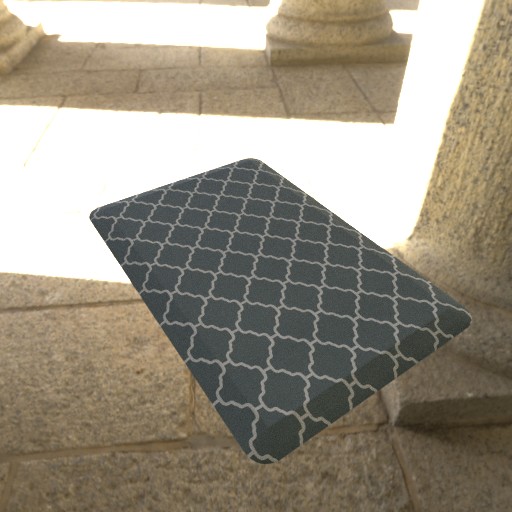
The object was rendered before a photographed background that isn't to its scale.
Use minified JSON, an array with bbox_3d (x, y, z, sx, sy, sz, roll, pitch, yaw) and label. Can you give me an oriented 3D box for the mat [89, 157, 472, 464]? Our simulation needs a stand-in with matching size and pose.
[{"bbox_3d":[0.000,0.000,0.962,0.508,0.021,0.762,-24,47,-25],"label":"mat"}]
